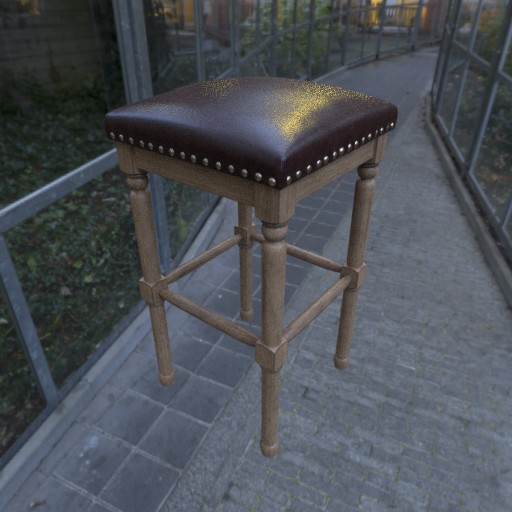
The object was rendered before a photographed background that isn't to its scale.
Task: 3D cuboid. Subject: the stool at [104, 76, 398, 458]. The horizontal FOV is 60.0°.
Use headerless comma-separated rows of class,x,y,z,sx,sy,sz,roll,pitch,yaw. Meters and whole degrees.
stool,0.000,0.000,0.948,0.383,0.702,0.382,22,38,32
